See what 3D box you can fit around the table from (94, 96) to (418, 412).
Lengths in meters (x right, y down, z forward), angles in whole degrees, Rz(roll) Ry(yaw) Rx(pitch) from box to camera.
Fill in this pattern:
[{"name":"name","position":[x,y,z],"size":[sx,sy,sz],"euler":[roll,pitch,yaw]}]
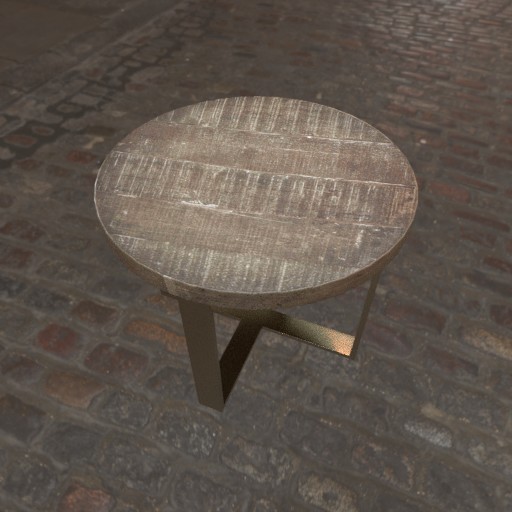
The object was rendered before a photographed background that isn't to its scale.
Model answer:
[{"name":"table","position":[0.000,0.000,0.942],"size":[0.557,0.437,0.557],"euler":[0,46,0]}]
